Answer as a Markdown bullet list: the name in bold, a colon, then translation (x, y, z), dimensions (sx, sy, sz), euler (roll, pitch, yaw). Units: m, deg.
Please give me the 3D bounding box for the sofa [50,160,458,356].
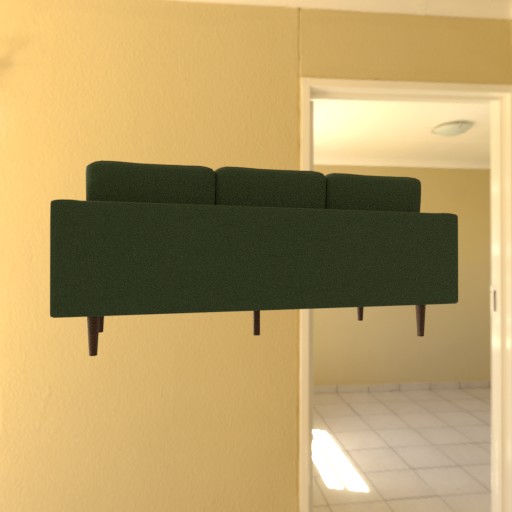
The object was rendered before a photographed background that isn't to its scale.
- **sofa**: translation (0.000, 0.000, 2.528), dimensions (2.029, 0.899, 0.879), euler (0, 0, -17)
